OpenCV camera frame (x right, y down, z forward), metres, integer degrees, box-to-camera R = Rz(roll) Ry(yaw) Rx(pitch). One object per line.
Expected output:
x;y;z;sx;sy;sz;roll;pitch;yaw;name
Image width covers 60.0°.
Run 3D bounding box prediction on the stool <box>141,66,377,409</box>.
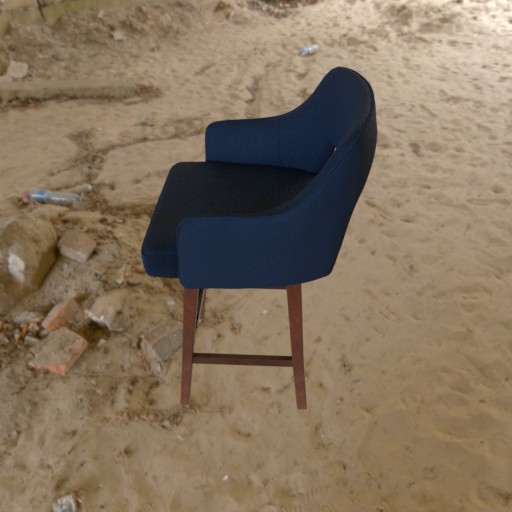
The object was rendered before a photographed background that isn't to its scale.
0.000;0.000;1.369;0.560;1.041;0.550;2;41;2;stool
